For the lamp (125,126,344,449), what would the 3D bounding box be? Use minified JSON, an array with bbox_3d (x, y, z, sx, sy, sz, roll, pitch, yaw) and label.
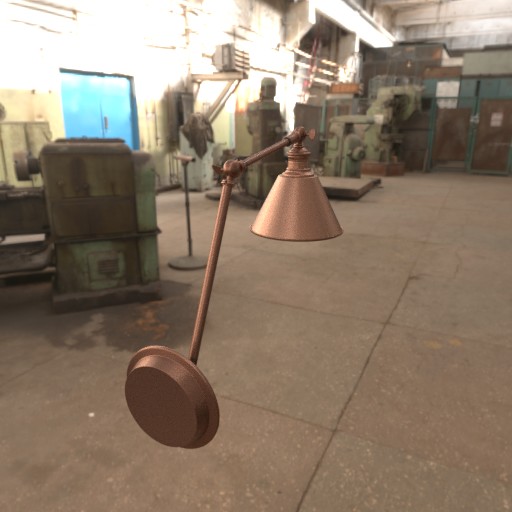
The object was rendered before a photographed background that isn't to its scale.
[{"bbox_3d":[0.000,0.000,0.901,0.223,0.502,0.624,9,19,27],"label":"lamp"}]
